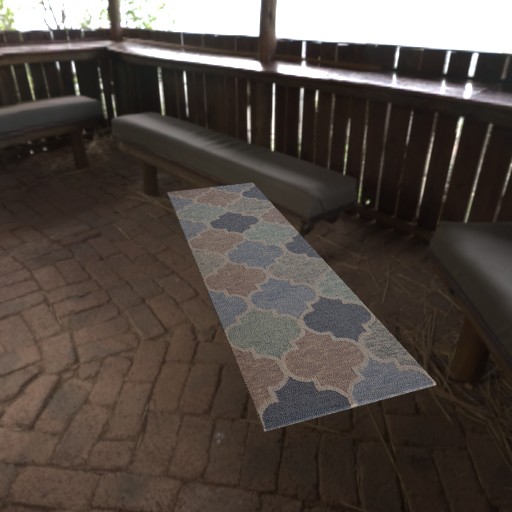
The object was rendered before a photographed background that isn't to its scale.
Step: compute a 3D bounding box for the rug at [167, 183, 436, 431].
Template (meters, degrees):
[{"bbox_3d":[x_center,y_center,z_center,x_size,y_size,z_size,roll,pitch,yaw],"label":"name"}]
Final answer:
[{"bbox_3d":[0.000,0.000,2.522,0.687,0.011,2.287,-9,31,-16],"label":"rug"}]
